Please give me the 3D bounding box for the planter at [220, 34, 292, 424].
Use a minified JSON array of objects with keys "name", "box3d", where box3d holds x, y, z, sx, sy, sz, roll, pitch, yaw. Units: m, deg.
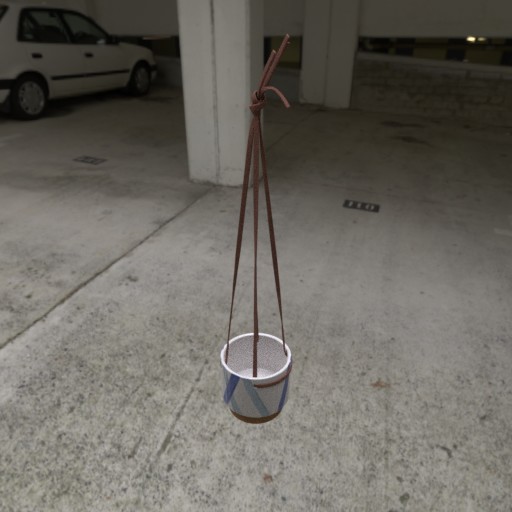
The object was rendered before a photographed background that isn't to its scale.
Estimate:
[{"name":"planter","box3d":[0.000,0.000,0.840,0.157,0.753,0.153,9,29,16]}]
